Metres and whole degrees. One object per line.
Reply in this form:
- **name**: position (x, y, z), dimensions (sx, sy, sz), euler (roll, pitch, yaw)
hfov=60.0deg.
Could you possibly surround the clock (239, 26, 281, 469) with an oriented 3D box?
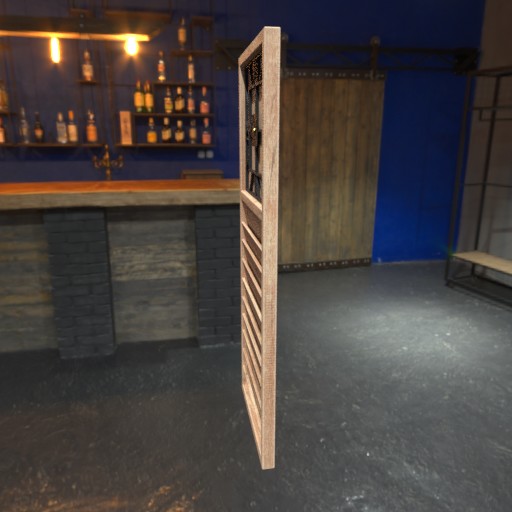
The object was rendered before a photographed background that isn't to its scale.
- **clock**: position (0.000, 0.000, 1.107), dimensions (0.030, 0.965, 0.361), euler (-3, 16, -9)
